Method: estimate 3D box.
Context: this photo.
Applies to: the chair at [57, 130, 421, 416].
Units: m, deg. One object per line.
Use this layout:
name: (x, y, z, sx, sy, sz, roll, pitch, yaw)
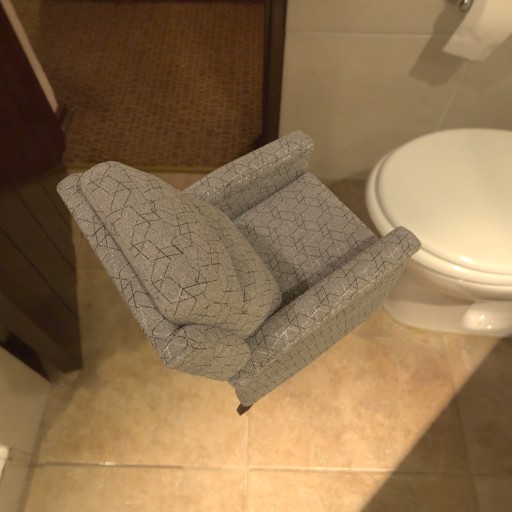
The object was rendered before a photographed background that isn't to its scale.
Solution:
chair: (0.000, 0.000, 1.679, 0.987, 1.048, 0.753, -31, 64, -17)
